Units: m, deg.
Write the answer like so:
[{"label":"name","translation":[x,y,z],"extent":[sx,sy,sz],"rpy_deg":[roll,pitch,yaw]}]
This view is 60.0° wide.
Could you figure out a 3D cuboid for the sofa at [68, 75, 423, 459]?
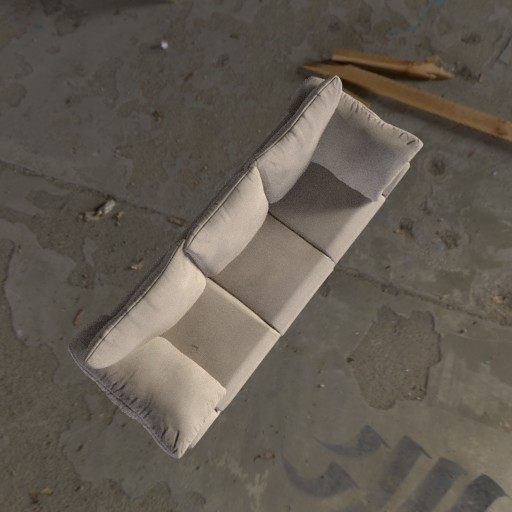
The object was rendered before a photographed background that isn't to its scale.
[{"label":"sofa","translation":[0.000,0.000,2.834],"extent":[0.878,0.996,2.334],"rpy_deg":[37,77,10]}]
